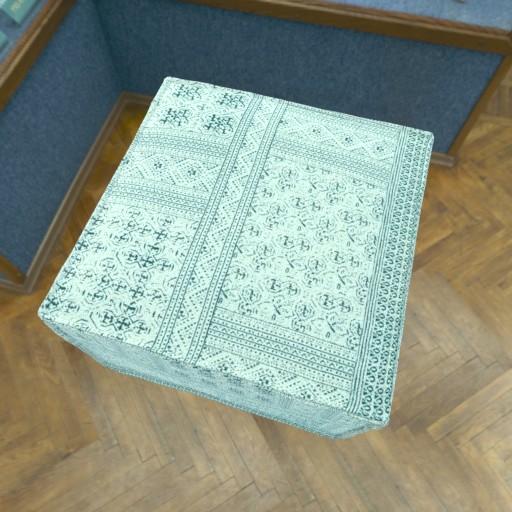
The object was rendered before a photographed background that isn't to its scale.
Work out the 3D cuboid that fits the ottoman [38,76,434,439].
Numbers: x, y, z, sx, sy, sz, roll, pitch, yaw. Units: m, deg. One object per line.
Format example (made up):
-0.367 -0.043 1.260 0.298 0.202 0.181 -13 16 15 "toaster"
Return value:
0.000 0.000 1.015 0.617 0.439 0.626 15 65 7 "ottoman"
